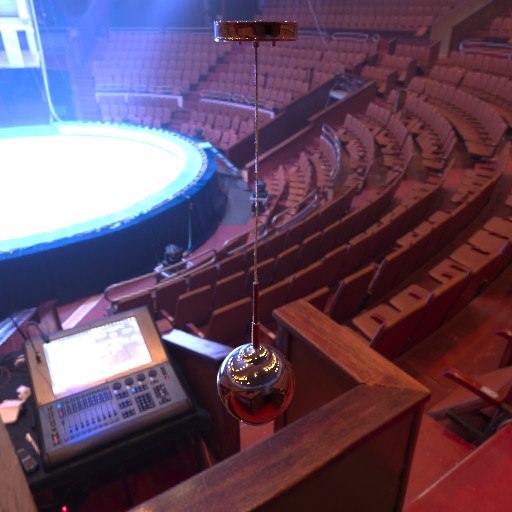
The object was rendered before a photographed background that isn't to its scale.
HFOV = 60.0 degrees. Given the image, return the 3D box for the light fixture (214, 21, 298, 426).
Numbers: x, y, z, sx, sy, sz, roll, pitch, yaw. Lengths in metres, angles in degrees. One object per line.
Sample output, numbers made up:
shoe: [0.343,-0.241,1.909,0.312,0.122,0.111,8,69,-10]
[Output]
light fixture: [0.000,0.000,1.647,0.336,1.538,0.336,-17,32,-30]
